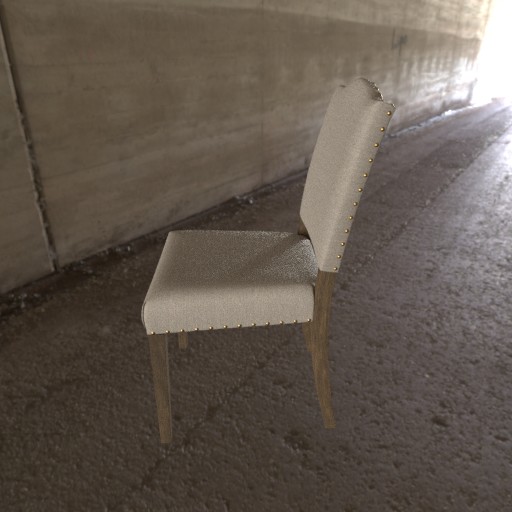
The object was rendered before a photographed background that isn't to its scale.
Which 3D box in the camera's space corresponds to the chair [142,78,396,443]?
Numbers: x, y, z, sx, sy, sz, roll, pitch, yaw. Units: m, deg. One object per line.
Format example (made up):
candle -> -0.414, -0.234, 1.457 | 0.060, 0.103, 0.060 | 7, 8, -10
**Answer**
chair -> 0.000, 0.000, 1.367 | 0.620, 1.020, 0.508 | -1, 26, -2
